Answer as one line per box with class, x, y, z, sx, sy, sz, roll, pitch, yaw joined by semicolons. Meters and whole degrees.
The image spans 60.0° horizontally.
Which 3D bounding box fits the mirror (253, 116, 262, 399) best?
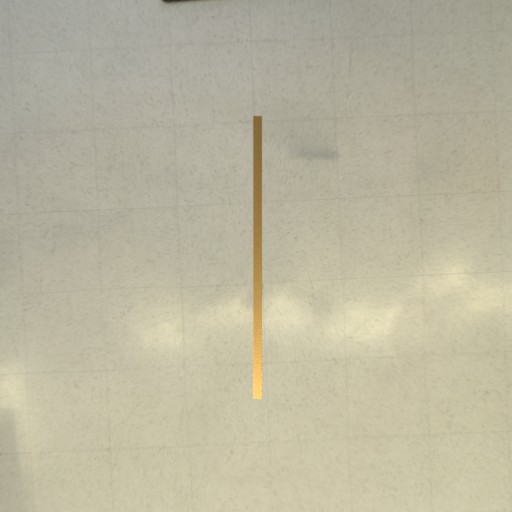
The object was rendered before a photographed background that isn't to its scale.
mirror;0.000;0.000;2.289;0.025;2.031;0.812;0;90;0
